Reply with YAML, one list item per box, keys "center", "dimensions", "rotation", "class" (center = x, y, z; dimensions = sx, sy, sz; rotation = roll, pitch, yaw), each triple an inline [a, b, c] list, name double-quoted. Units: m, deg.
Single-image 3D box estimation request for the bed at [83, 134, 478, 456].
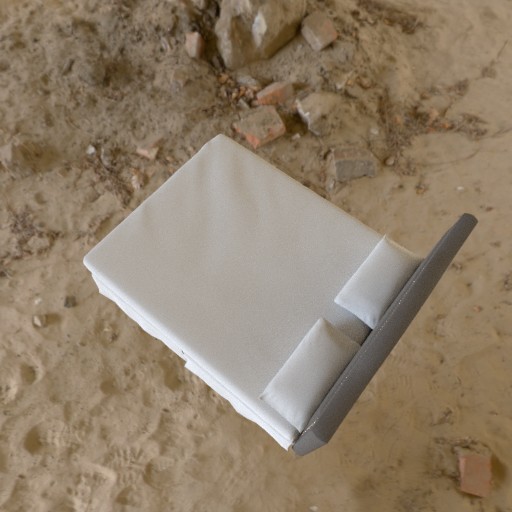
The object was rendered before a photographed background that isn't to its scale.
- center: [0.000, 0.000, 3.400]
  dimensions: [2.282, 1.436, 1.821]
  rotation: [36, 69, 16]
  class: "bed"
